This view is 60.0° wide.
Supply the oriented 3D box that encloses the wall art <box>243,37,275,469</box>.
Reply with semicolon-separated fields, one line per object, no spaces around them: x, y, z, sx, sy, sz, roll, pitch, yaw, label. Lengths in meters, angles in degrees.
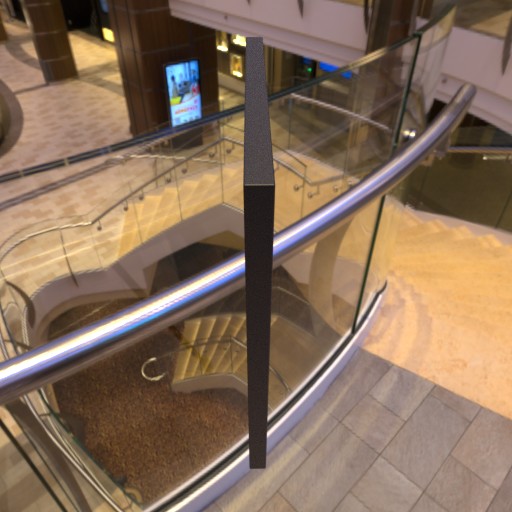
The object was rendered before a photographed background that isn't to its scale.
0.000;0.000;0.740;0.028;0.559;0.457;0;41;-1;wall art
